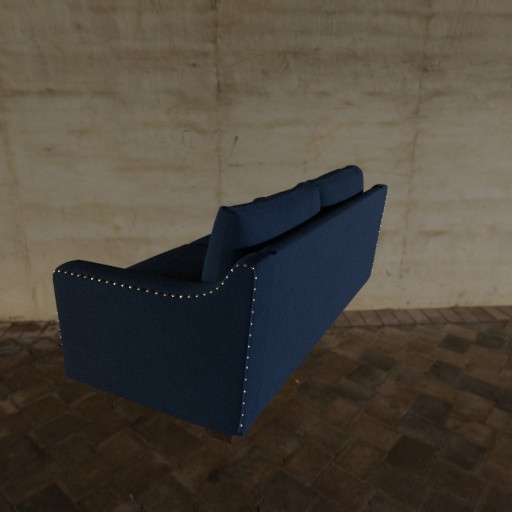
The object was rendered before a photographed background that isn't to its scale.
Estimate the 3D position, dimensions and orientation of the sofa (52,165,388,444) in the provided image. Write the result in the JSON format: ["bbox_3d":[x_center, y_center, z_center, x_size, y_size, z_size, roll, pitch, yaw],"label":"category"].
[{"bbox_3d":[0.000,0.000,2.725,1.104,0.983,2.107,9,20,26],"label":"sofa"}]
